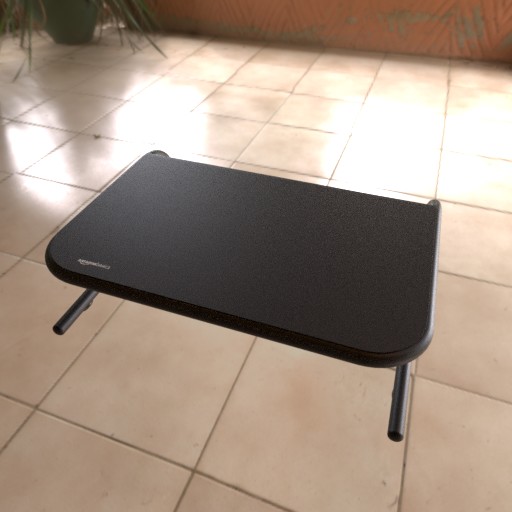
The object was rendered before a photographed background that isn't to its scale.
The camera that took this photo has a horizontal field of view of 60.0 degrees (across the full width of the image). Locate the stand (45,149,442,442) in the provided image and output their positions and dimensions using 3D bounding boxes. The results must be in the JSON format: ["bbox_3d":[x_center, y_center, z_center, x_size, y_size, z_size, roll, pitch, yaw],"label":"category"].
[{"bbox_3d":[0.000,0.000,0.499,0.370,0.108,0.280,13,43,14],"label":"stand"}]
